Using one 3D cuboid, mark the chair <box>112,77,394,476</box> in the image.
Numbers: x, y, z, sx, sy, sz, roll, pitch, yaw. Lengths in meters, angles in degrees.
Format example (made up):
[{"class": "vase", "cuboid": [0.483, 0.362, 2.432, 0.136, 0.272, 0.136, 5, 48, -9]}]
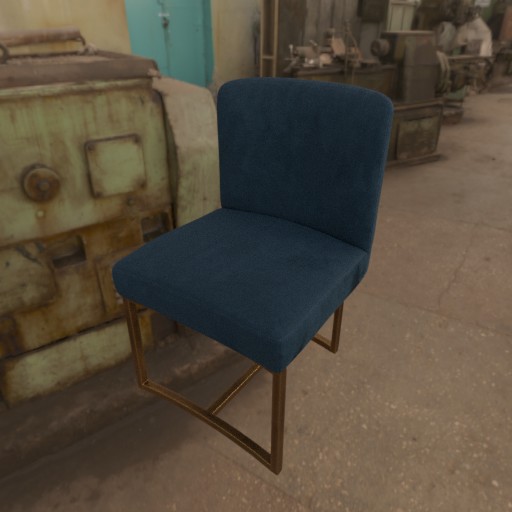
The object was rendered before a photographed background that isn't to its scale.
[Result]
[{"class": "chair", "cuboid": [0.000, 0.000, 1.178, 0.530, 0.824, 0.560, 19, 35, 30]}]
